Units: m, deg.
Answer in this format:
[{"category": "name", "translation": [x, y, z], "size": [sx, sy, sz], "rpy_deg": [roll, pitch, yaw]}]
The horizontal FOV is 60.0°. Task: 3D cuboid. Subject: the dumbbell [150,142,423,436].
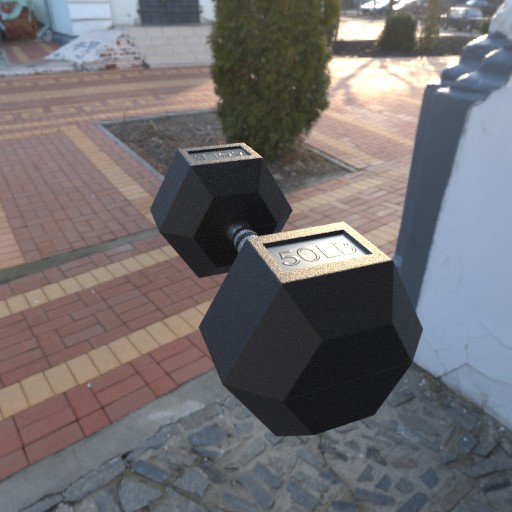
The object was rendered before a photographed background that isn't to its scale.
[{"category": "dumbbell", "translation": [0.000, 0.000, 0.470], "size": [0.173, 0.150, 0.384], "rpy_deg": [-11, 31, -18]}]
